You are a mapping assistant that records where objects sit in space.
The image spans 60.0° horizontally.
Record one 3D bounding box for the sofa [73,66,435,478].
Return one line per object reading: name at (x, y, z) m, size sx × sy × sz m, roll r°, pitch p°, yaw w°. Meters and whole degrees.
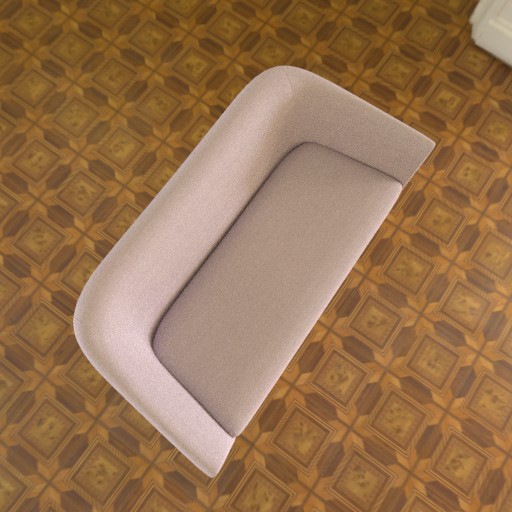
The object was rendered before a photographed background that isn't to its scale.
sofa at (0.000, 0.000, 1.814) m, size 0.705 × 0.721 × 1.452 m, roll 34°, pitch 78°, yaw 9°
